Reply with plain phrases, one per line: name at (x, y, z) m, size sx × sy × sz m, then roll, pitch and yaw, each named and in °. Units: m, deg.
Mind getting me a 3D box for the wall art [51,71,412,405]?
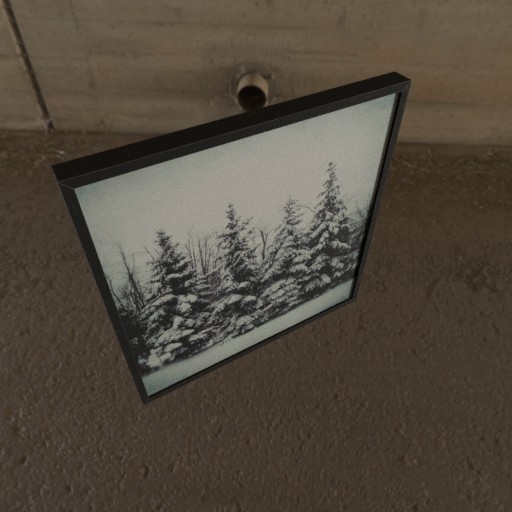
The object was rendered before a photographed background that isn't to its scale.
wall art at (0.000, 0.000, 0.748) m, size 0.506 × 0.506 × 0.036 m, roll -22°, pitch 49°, yaw -21°
